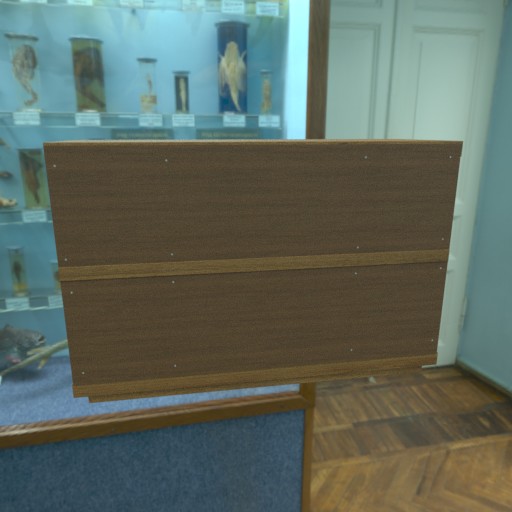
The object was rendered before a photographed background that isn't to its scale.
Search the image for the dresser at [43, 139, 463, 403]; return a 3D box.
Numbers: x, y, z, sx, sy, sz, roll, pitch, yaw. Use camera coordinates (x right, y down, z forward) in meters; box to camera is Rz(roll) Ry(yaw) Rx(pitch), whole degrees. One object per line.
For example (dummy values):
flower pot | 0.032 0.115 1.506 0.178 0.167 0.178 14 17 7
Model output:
dresser | 0.000 0.000 1.635 1.261 0.825 0.479 -3 16 -9
